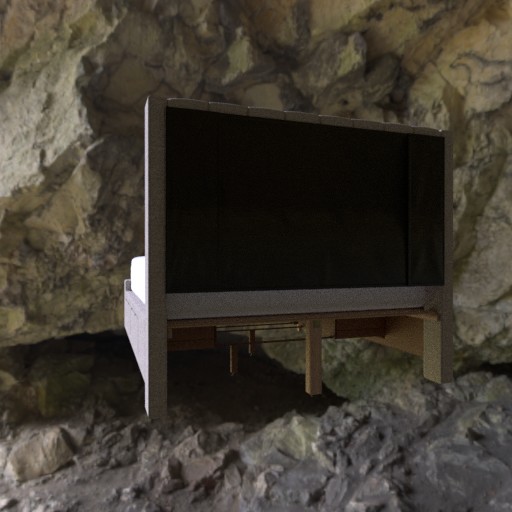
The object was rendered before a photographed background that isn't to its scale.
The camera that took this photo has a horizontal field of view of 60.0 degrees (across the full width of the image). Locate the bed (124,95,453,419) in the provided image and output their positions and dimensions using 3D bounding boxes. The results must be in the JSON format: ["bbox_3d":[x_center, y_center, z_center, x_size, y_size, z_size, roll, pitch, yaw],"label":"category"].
[{"bbox_3d":[0.000,0.000,3.796,2.044,1.748,2.372,0,0,-20],"label":"bed"}]
